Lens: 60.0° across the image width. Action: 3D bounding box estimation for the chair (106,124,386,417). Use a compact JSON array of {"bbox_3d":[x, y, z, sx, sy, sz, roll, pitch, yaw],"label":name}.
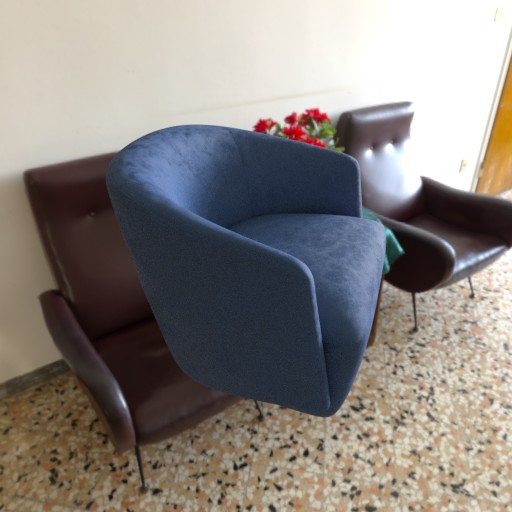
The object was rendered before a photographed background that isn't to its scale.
[{"bbox_3d":[0.000,0.000,1.393,0.767,0.698,0.773,10,32,16],"label":"chair"}]
